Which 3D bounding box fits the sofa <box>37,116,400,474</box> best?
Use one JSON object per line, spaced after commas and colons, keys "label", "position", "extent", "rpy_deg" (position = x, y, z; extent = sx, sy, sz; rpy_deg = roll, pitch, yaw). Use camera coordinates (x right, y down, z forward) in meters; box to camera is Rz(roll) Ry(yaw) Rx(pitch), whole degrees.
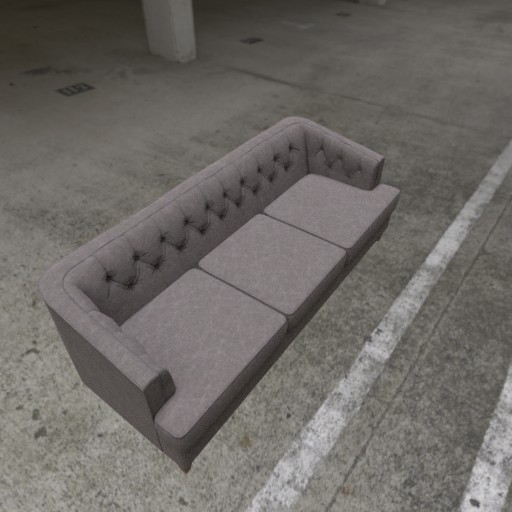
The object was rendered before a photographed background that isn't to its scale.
{"label": "sofa", "position": [0.000, 0.000, 2.652], "extent": [0.917, 0.806, 2.247], "rpy_deg": [26, 48, 26]}
